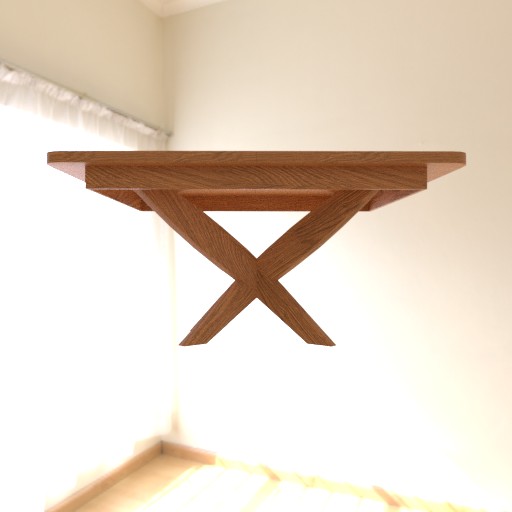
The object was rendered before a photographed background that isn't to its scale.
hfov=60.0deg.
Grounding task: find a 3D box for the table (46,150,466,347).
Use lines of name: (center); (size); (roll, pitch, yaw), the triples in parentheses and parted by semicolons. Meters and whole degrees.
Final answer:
table: (0.000, 0.000, 2.108); (1.600, 0.770, 0.950); (0, 0, 0)
